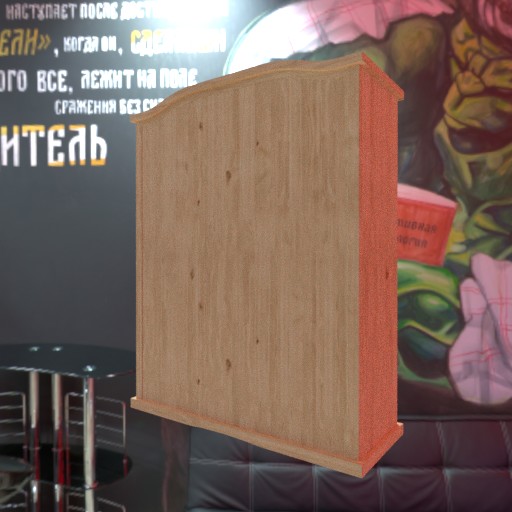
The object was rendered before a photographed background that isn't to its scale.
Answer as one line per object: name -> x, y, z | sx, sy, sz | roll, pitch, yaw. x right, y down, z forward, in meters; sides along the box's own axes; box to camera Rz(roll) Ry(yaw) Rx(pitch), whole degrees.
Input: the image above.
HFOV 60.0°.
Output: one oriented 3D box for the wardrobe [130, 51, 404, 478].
wardrobe -> 0.000, 0.000, 2.528 | 1.500, 1.870, 0.570 | 0, 0, 35
